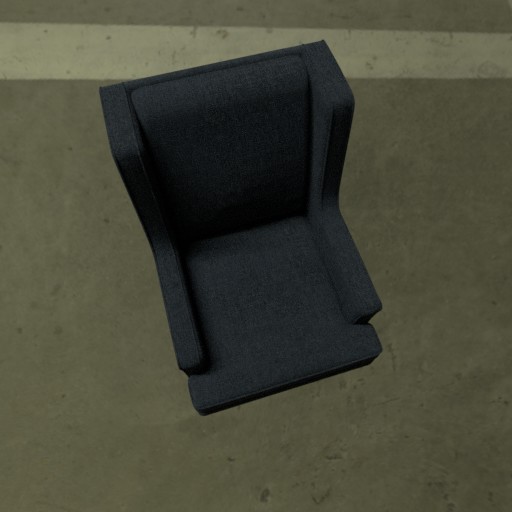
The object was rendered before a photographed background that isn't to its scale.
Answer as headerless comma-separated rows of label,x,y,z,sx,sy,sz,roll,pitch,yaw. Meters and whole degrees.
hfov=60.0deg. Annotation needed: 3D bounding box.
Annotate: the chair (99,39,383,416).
chair,0.000,0.000,1.712,0.764,1.072,0.947,-15,65,-7
